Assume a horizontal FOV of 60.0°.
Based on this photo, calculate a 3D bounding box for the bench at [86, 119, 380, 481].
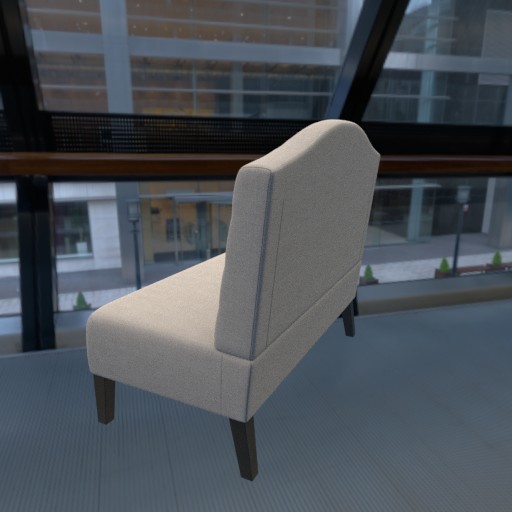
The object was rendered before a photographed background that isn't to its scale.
[{"bbox_3d":[0.000,0.000,2.029,0.815,1.180,1.335,8,17,26],"label":"bench"}]
